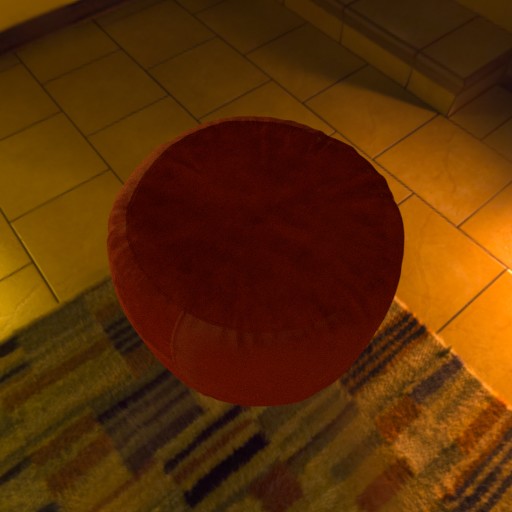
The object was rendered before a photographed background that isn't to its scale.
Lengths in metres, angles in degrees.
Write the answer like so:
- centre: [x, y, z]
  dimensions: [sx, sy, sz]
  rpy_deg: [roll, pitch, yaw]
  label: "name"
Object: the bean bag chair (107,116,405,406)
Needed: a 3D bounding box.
- centre: [0.000, 0.000, 1.996]
  dimensions: [1.219, 0.762, 1.219]
  rpy_deg: [0, 60, 0]
  label: "bean bag chair"
